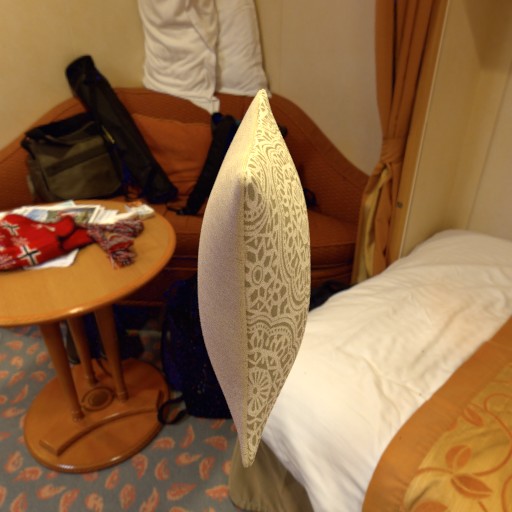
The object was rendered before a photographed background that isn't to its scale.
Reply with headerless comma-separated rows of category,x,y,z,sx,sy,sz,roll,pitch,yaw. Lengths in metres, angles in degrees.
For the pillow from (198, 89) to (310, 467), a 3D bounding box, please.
pillow,0.000,0.000,0.680,0.167,0.421,0.438,1,31,2
